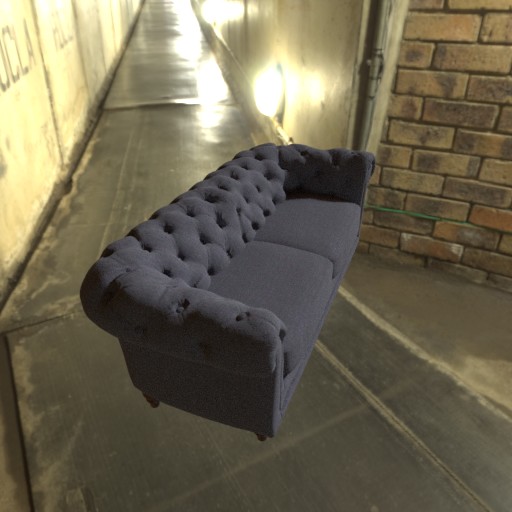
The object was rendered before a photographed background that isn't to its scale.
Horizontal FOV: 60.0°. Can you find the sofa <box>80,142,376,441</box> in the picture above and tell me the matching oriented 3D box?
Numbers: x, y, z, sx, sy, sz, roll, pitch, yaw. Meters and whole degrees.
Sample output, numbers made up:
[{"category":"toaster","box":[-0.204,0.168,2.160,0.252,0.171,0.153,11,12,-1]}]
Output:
[{"category":"sofa","box":[0.000,0.000,2.770,1.046,0.836,2.335,12,33,19]}]
